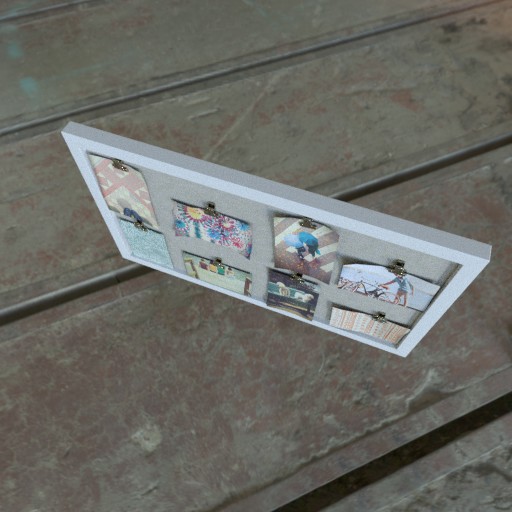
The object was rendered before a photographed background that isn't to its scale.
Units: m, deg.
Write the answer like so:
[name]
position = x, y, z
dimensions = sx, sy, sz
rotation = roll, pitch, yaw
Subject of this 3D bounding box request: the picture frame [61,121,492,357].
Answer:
[picture frame]
position = 0.000, 0.000, 0.792
dimensions = 0.647, 0.379, 0.044
rotation = 18, 60, 11
